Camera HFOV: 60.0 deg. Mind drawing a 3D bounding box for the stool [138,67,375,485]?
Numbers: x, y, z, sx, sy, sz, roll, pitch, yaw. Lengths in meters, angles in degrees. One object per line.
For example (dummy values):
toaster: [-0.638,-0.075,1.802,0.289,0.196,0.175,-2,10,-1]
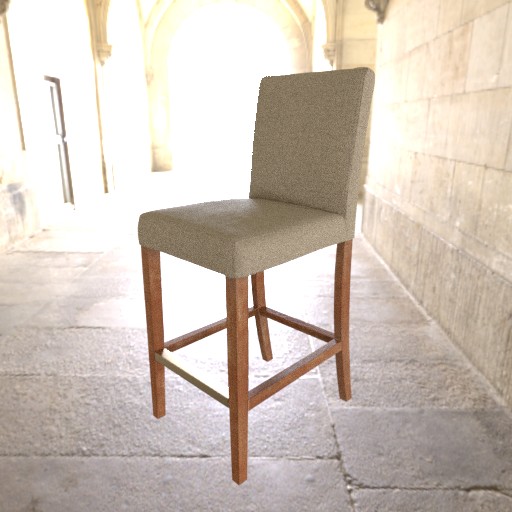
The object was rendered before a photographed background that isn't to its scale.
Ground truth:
stool: [0.000,0.000,1.362,0.439,1.088,0.570,16,23,43]
